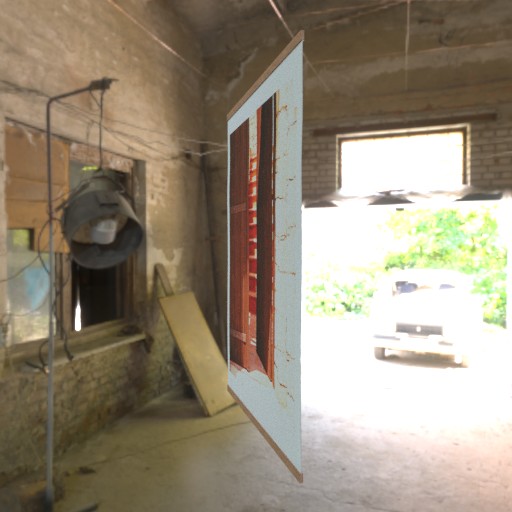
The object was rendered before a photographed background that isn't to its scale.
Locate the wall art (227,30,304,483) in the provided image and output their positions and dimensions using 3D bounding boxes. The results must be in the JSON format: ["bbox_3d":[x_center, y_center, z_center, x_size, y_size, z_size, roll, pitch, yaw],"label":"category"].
[{"bbox_3d":[0.000,0.000,1.974,0.019,1.527,1.019,0,1,-18],"label":"wall art"}]
